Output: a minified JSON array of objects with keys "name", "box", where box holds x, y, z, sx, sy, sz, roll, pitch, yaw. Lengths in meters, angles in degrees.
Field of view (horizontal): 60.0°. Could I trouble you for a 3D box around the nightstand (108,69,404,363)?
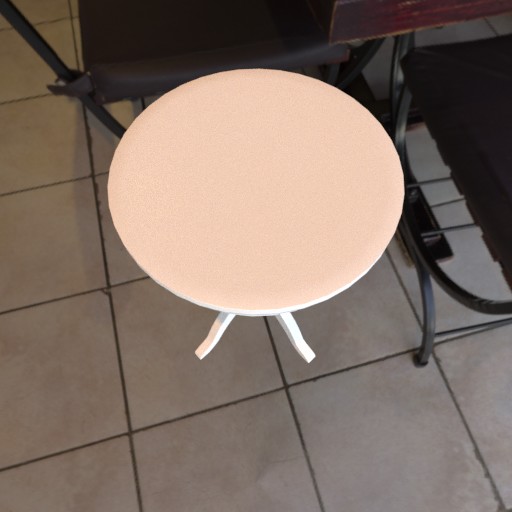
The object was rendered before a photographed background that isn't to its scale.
[{"name":"nightstand","box":[0.000,0.000,1.064,0.513,0.653,0.513,-31,67,-15]}]
